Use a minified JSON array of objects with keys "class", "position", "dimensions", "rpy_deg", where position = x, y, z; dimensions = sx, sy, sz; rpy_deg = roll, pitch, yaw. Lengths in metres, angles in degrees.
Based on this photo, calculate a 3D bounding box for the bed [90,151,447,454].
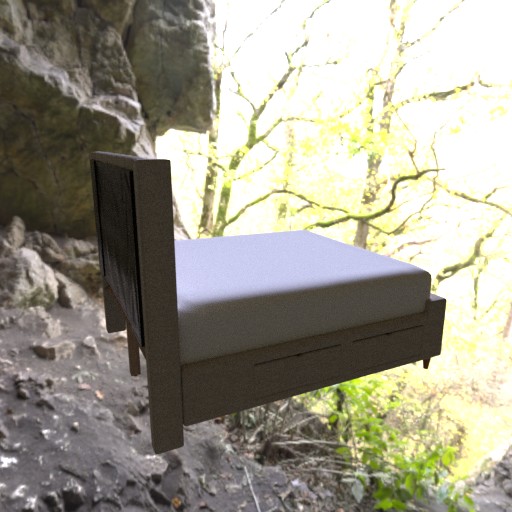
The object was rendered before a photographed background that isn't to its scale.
[{"class":"bed","position":[0.000,0.000,3.819],"dimensions":[2.372,1.748,2.044],"rpy_deg":[-7,16,-25]}]
